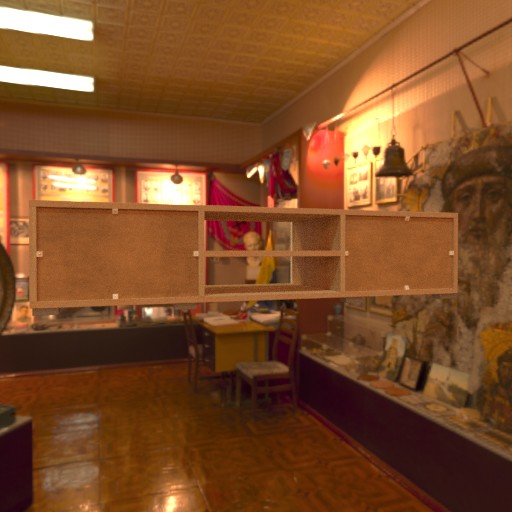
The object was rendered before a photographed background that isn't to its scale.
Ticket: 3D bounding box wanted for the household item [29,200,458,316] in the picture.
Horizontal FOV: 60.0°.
[{"bbox_3d":[0.000,0.000,1.591,1.400,0.310,0.420,0,1,-18],"label":"household item"}]
